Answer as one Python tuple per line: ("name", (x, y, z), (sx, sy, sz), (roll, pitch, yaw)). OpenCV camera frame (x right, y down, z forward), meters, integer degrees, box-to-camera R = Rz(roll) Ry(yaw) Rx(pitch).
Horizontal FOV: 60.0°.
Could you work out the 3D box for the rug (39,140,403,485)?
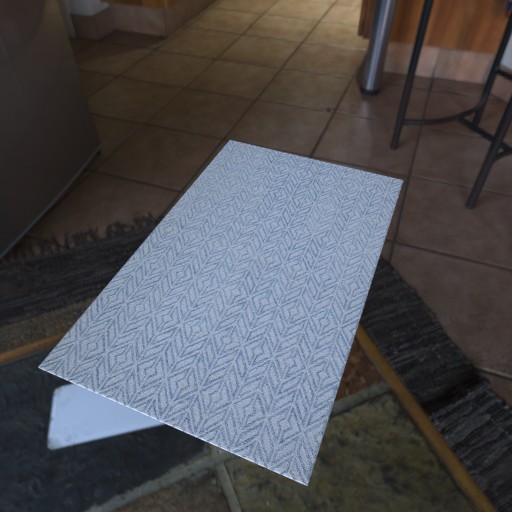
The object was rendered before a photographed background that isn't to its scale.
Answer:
("rug", (0.000, 0.000, 2.966), (1.526, 0.008, 2.441), (17, 49, 15))
